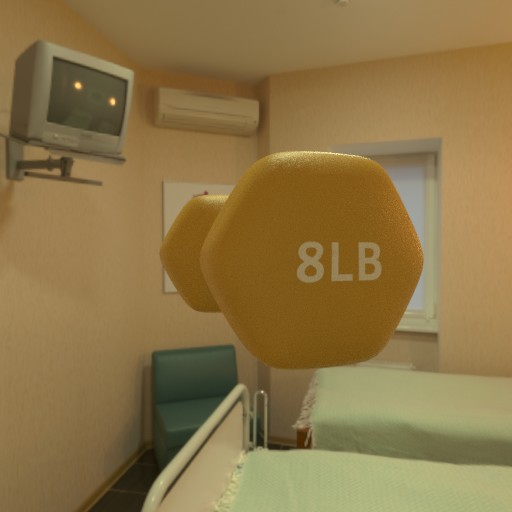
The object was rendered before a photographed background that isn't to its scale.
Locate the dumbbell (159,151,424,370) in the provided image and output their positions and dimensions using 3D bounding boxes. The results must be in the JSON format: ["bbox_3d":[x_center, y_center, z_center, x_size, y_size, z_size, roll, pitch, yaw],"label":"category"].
[{"bbox_3d":[0.000,0.000,0.245,0.090,0.082,0.190,0,1,-18],"label":"dumbbell"}]
